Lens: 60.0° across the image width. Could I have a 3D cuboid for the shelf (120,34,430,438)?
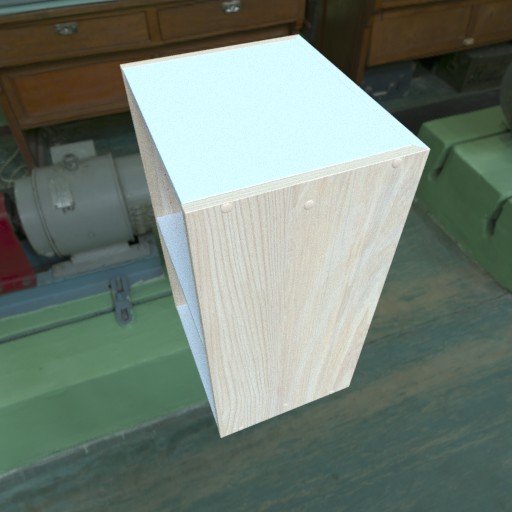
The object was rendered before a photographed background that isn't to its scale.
[{"bbox_3d":[0.000,0.000,0.800,0.290,0.600,0.350,-17,50,-15],"label":"shelf"}]
